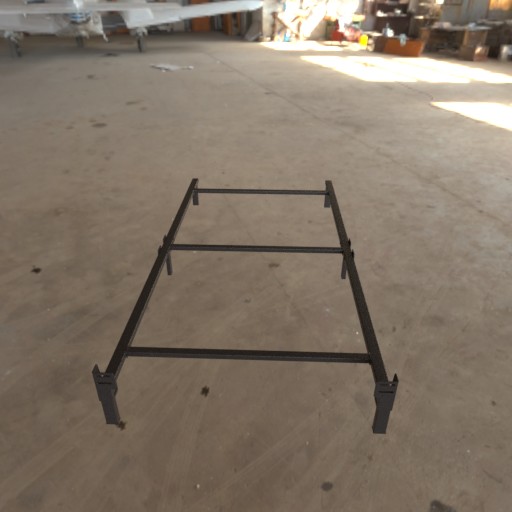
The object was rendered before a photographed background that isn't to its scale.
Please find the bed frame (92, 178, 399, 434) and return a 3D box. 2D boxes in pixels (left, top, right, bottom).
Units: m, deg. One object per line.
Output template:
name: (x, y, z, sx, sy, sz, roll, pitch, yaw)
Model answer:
bed frame: (0.000, 0.000, 2.261, 0.968, 0.248, 1.897, 1, 31, 2)
